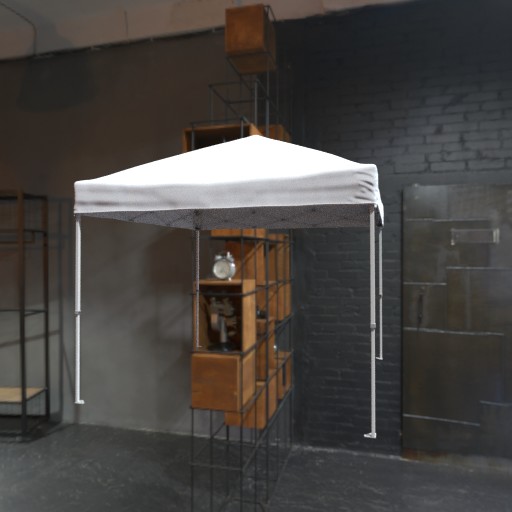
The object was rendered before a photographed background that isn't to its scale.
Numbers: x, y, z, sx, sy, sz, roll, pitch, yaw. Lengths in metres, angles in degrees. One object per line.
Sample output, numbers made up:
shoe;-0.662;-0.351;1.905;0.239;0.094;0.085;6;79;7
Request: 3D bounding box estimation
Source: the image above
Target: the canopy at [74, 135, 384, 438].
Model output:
canopy;0.000;0.000;5.495;2.996;2.997;2.998;0;0;17
